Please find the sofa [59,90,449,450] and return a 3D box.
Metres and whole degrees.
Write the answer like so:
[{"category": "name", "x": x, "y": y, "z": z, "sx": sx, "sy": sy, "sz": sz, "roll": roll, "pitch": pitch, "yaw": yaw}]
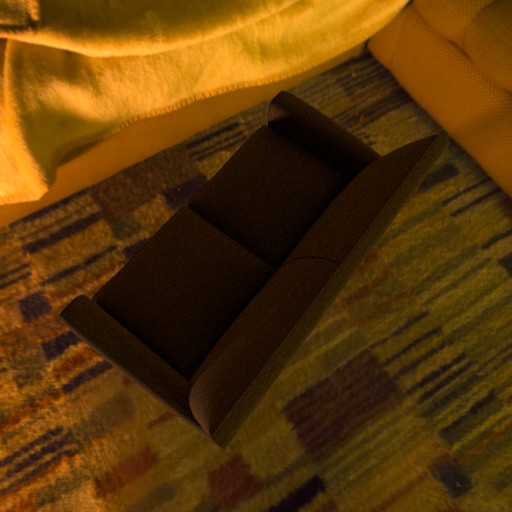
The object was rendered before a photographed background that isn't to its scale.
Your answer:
[{"category": "sofa", "x": 0.000, "y": 0.000, "z": 2.041, "sx": 0.867, "sy": 0.905, "sz": 1.509, "roll": 35, "pitch": 70, "yaw": 15}]
